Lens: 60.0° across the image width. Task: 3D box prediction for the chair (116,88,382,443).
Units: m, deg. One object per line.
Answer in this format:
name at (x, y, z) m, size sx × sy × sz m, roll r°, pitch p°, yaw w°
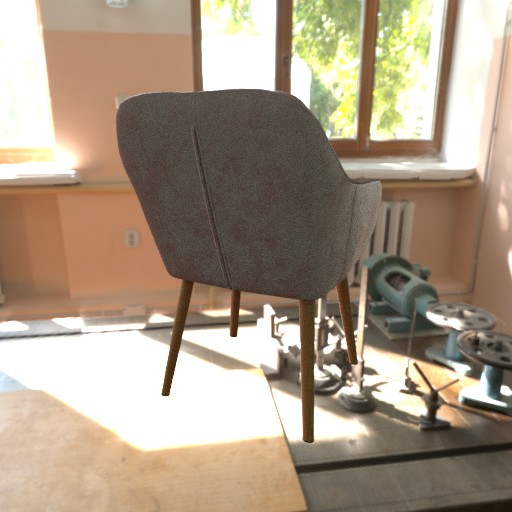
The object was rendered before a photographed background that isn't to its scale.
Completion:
chair at (0.000, 0.000, 1.239) m, size 0.610 × 0.832 × 0.570 m, roll 8°, pitch 18°, yaw 25°
